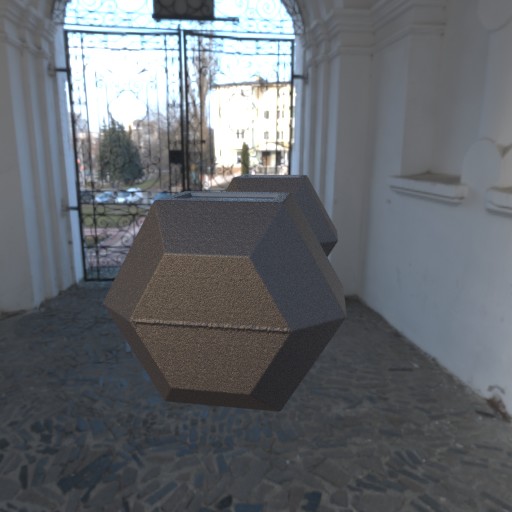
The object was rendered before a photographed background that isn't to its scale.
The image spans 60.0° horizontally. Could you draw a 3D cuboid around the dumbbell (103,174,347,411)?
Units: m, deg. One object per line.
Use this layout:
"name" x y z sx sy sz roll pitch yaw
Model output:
"dumbbell" 0.000 0.000 0.462 0.173 0.150 0.384 2 14 9
